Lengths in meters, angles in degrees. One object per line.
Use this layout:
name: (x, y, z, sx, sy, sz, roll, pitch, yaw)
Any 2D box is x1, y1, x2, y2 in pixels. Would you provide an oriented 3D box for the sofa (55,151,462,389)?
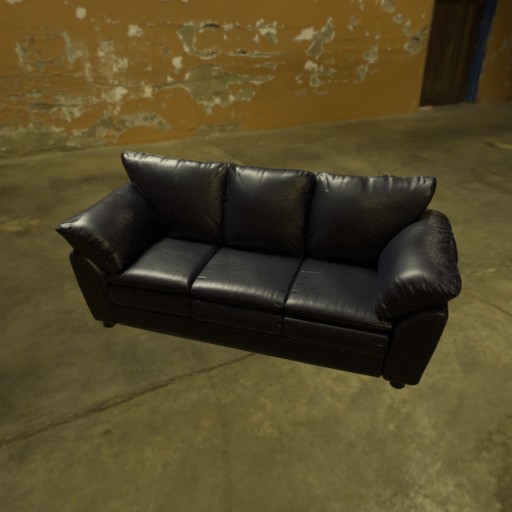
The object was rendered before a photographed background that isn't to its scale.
sofa: (0.000, 0.000, 2.858, 2.336, 1.073, 0.880, 8, 28, 16)
